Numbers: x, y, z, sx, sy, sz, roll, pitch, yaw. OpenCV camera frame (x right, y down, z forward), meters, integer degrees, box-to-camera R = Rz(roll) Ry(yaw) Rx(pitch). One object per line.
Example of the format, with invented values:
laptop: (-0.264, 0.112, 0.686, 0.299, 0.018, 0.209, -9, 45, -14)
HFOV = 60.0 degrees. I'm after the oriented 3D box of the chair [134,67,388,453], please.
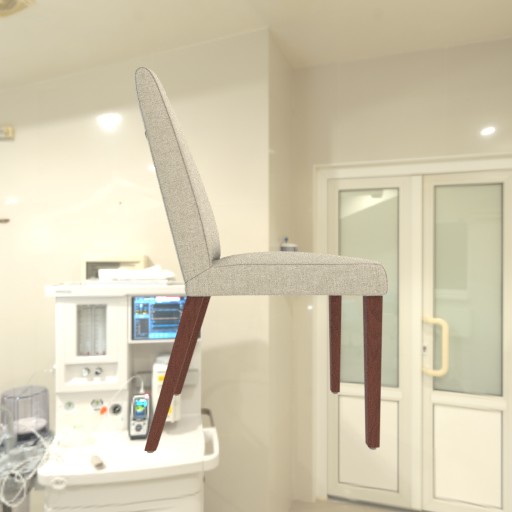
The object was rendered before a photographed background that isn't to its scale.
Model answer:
chair: (0.000, 0.000, 1.235, 0.594, 0.900, 0.480, 0, 0, -2)
